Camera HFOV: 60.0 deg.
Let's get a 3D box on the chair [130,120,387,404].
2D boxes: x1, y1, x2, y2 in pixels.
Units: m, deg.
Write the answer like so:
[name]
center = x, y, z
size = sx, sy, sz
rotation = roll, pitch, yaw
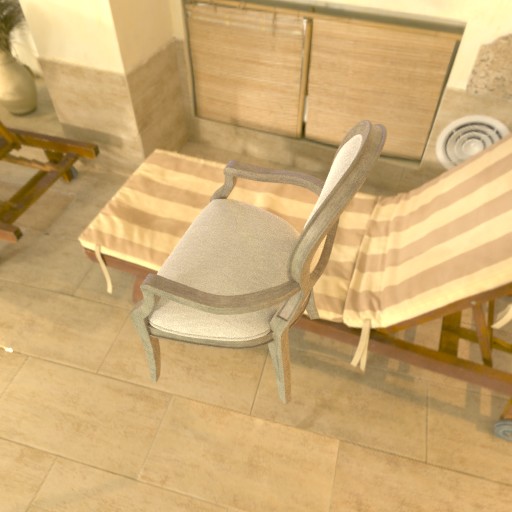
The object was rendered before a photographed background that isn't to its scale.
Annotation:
[chair]
center = 0.000, 0.000, 1.397
size = 0.602, 0.991, 0.611
rotation = 16, 50, 14
